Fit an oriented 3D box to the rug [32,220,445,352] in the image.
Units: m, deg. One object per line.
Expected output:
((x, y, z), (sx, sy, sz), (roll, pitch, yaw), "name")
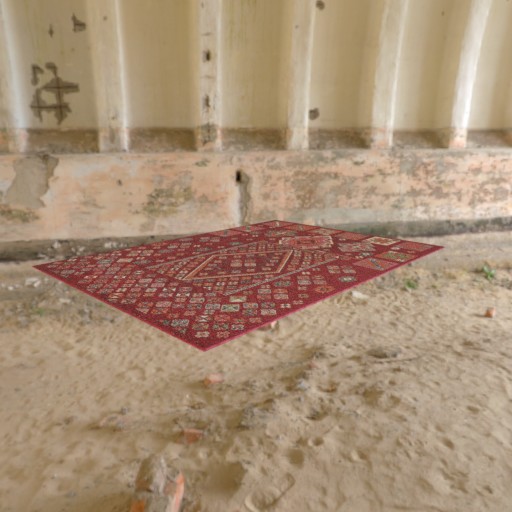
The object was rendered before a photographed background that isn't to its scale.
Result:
((0.000, 0.000, 4.321), (2.389, 0.011, 3.306), (13, 20, 42), "rug")
